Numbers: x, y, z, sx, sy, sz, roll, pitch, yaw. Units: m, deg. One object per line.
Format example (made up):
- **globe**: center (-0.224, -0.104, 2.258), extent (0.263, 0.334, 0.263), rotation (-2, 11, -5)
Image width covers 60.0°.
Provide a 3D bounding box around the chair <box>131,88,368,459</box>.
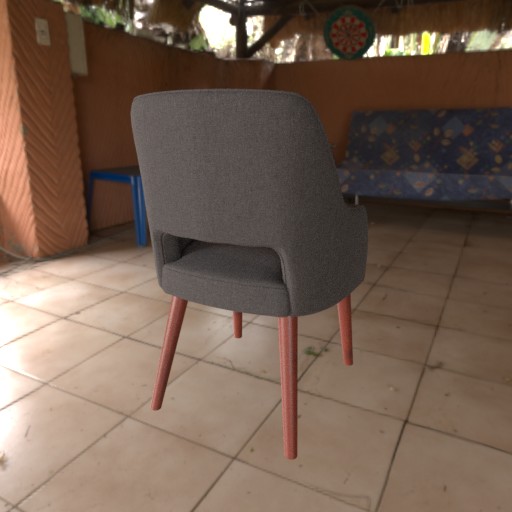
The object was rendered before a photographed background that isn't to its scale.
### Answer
- **chair**: center (0.000, 0.000, 1.233), extent (0.559, 0.838, 0.560), rotation (8, 19, 26)
